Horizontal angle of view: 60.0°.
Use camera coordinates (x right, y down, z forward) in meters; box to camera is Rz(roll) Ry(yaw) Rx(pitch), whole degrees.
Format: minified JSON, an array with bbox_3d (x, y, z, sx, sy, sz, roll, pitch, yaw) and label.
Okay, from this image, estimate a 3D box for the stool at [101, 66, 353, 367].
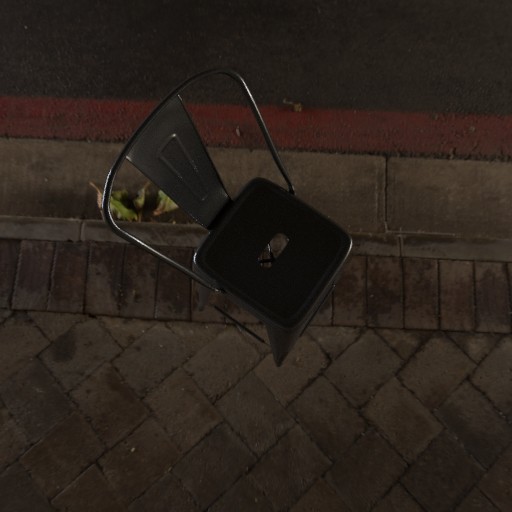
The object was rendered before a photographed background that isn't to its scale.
[{"bbox_3d":[0.000,0.000,1.317,0.528,1.022,0.432,34,79,8],"label":"stool"}]
